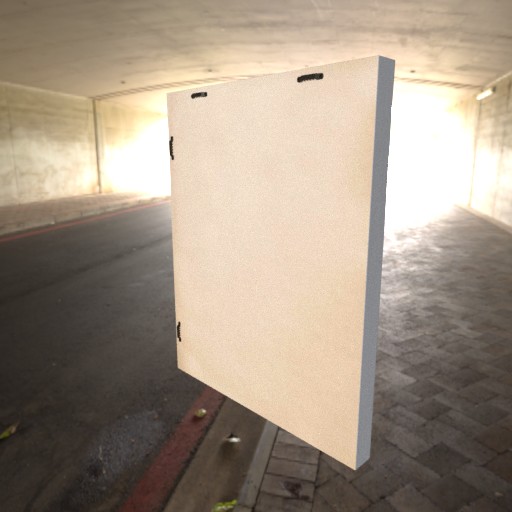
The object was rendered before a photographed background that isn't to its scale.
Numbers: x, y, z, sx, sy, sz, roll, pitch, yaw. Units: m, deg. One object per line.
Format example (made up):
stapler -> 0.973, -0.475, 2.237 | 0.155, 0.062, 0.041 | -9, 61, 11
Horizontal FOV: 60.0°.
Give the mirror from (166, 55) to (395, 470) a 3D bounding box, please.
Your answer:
mirror -> 0.000, 0.000, 0.678 | 0.041, 0.508, 0.405 | -12, 17, -43
